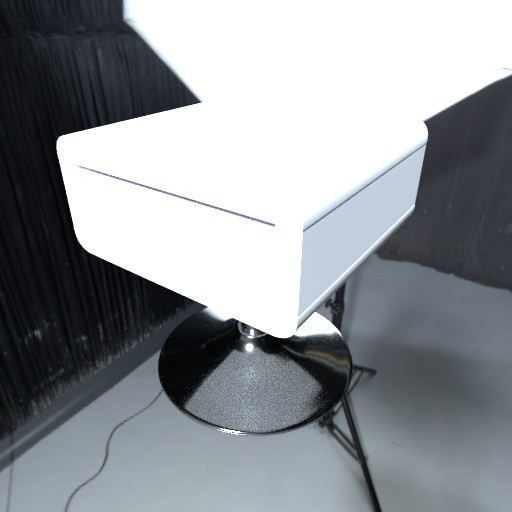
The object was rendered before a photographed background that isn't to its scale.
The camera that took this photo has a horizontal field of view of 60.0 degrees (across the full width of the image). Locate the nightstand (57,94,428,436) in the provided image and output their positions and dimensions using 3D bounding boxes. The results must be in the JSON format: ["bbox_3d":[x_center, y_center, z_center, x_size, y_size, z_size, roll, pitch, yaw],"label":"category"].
[{"bbox_3d":[0.000,0.000,0.762,0.399,0.447,0.404,19,35,30],"label":"nightstand"}]
